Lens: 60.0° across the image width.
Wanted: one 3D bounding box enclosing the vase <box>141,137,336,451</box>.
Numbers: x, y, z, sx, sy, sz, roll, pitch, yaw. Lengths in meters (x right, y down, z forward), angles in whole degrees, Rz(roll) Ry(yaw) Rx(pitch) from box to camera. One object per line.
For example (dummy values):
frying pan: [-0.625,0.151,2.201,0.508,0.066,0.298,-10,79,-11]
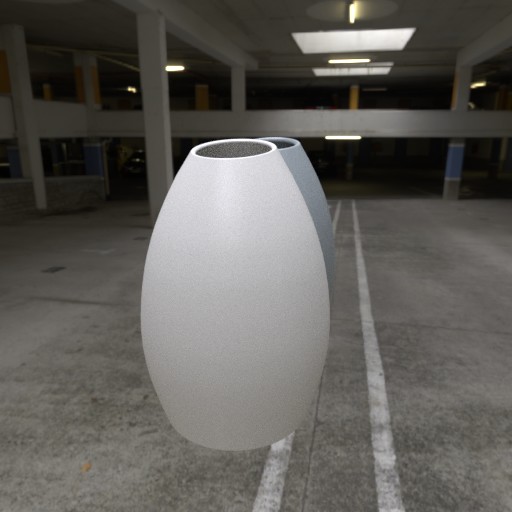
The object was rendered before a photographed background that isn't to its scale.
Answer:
vase: [0.000,0.000,0.255,0.089,0.131,0.187,3,16,11]
